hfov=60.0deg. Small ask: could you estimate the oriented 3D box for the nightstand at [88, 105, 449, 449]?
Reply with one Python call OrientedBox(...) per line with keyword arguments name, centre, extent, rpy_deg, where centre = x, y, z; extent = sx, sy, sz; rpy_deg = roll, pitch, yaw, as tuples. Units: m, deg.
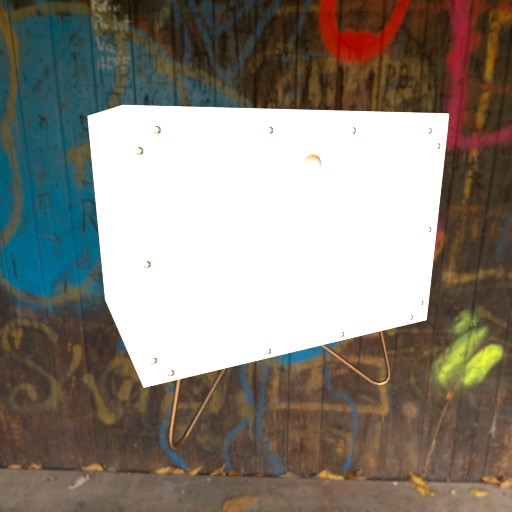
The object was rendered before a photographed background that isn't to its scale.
OrientedBox(name="nightstand", centre=(0.000, 0.000, 0.996), extent=(0.614, 0.604, 0.447), rpy_deg=(-7, 17, -25))
